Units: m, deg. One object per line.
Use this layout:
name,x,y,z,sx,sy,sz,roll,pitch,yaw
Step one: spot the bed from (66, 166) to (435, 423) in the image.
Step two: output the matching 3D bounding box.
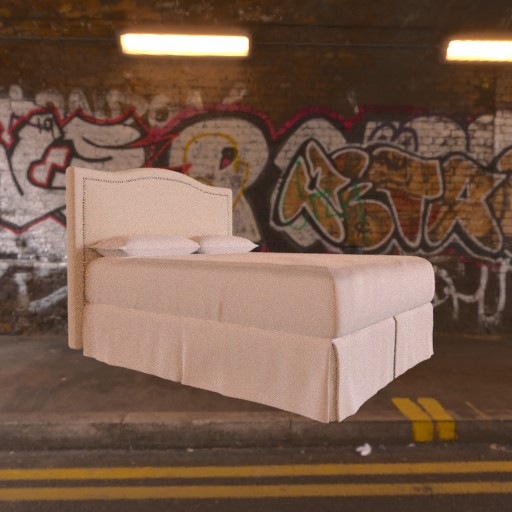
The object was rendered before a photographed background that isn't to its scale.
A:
bed,0.000,0.000,3.261,2.143,1.460,1.753,2,3,37
